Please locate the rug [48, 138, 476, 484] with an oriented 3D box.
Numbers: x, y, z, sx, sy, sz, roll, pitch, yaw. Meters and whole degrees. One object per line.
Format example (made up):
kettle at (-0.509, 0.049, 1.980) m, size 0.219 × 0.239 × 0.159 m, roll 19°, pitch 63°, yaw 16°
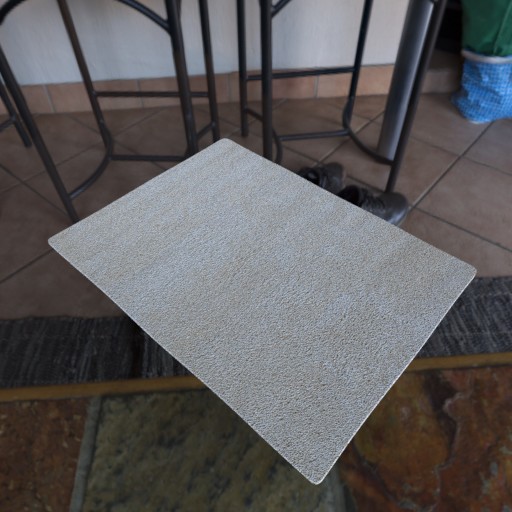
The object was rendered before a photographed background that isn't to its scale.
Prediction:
rug at (0.000, 0.000, 2.046) m, size 1.600 × 0.025 × 1.199 m, roll 34°, pitch 55°, yaw 27°
